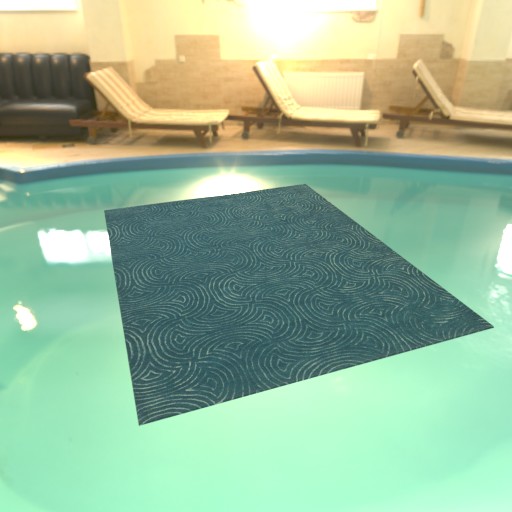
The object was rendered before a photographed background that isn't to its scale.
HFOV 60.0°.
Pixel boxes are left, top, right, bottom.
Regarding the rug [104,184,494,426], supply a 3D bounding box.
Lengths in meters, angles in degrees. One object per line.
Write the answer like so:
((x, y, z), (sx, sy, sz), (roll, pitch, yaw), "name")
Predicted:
((0.000, 0.000, 3.967), (2.432, 0.012, 3.033), (-10, 31, -17), "rug")
